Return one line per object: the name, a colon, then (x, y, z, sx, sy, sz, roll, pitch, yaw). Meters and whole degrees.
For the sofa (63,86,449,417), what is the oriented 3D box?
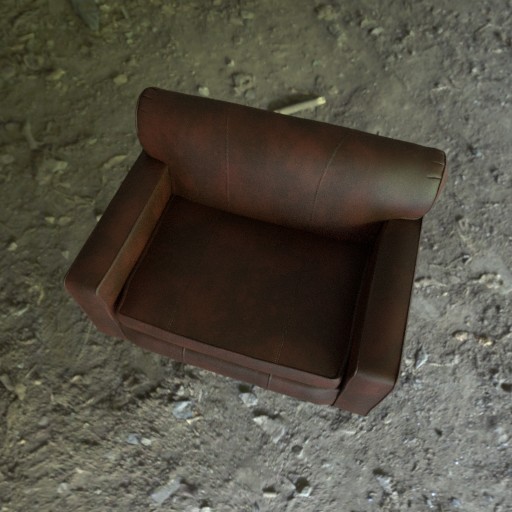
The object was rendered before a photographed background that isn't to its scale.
sofa: (0.000, 0.000, 2.056, 1.413, 0.956, 1.000, 15, 60, 9)
